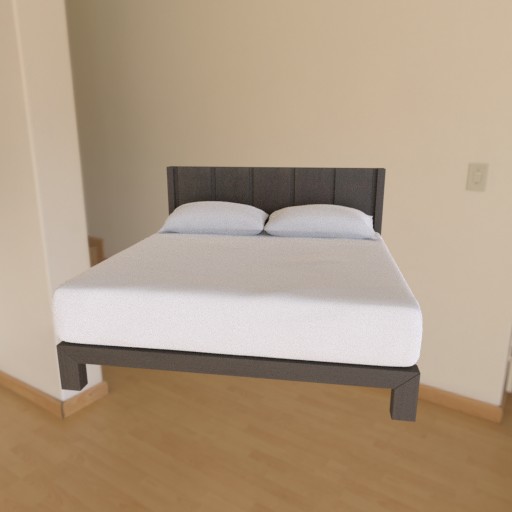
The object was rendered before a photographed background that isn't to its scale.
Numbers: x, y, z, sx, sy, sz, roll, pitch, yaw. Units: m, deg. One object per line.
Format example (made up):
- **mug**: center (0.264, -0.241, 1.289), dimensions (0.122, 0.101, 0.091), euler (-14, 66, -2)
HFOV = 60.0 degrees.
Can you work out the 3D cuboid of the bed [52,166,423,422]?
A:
- **bed**: center (0.000, 0.000, 3.508), dimensions (2.143, 1.261, 2.238), euler (2, 15, 9)
